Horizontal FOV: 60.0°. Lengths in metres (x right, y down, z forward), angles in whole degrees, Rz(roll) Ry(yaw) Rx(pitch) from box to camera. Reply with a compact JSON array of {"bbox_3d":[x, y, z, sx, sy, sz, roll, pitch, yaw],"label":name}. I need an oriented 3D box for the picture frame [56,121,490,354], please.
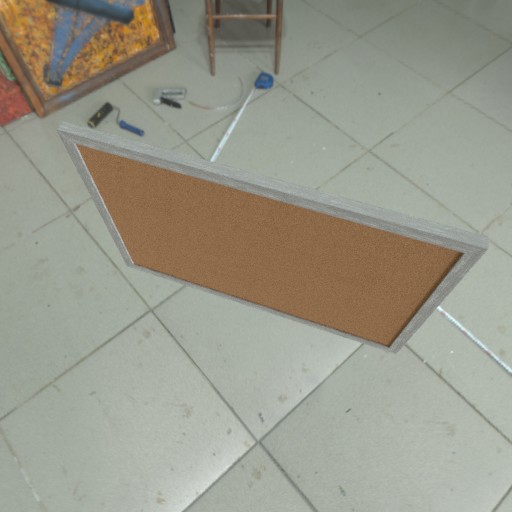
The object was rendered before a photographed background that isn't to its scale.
[{"bbox_3d":[0.000,0.000,1.209,0.950,0.640,0.029,17,61,10],"label":"picture frame"}]
